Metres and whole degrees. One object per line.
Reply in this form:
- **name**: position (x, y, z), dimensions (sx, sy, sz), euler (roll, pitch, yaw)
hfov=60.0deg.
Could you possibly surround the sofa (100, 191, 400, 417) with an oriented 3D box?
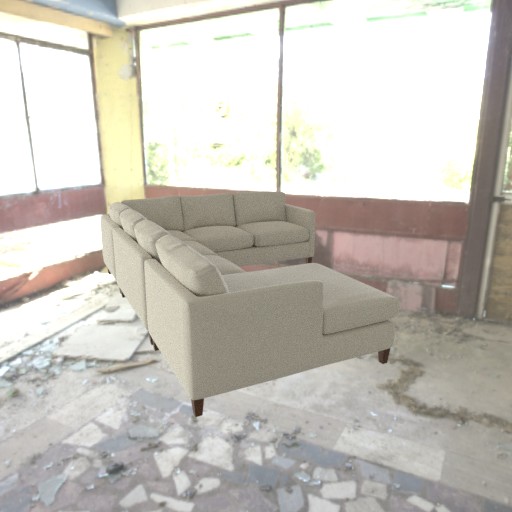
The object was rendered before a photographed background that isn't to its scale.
- **sofa**: position (0.000, 0.000, 4.547), dimensions (2.593, 0.956, 3.459), euler (-7, 16, -26)
